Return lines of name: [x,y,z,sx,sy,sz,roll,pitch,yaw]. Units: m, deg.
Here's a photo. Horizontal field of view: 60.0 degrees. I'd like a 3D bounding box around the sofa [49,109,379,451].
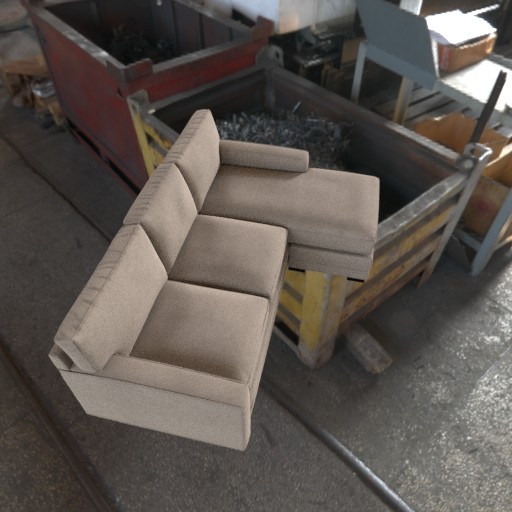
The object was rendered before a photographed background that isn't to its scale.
sofa: [0.000,0.000,2.784,1.496,0.861,2.087,9,48,9]
